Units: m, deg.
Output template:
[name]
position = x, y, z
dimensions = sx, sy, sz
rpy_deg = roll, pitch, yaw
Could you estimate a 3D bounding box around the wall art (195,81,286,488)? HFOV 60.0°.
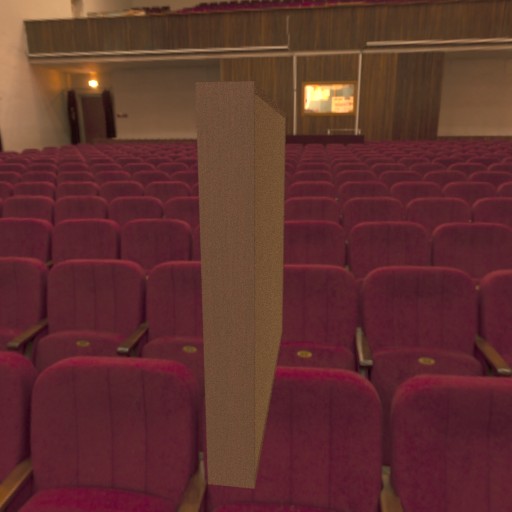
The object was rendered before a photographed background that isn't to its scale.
[wall art]
position = 0.000, 0.000, 0.463
dimensions = 0.038, 0.303, 0.304
rpy_deg = 2, 14, 7
